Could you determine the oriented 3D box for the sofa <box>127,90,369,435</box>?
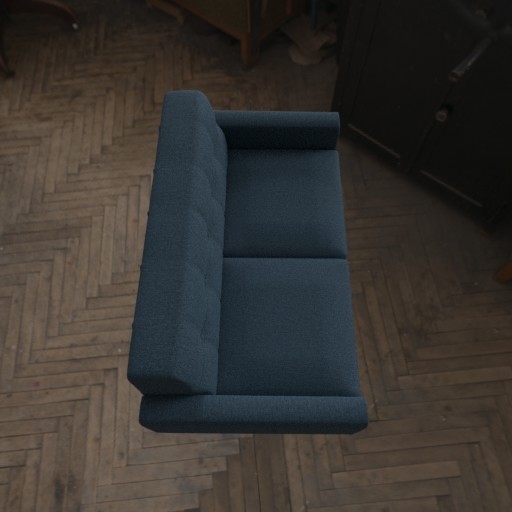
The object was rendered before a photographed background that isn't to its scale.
[{"bbox_3d":[0.000,0.000,2.245,0.942,0.896,1.651,0,64,0],"label":"sofa"}]
